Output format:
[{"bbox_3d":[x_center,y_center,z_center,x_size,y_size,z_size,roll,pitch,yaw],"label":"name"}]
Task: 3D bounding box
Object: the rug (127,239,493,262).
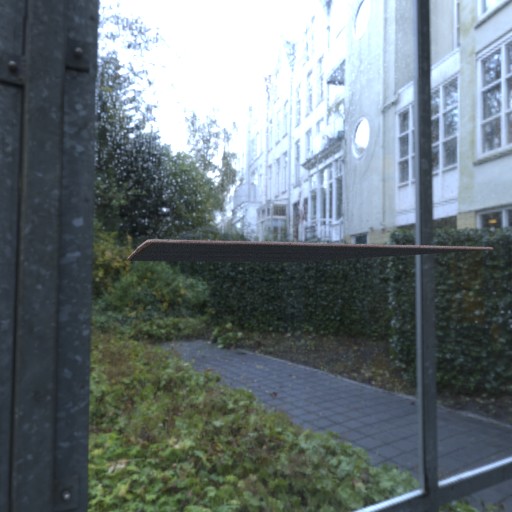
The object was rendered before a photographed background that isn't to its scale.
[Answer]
[{"bbox_3d":[0.000,0.000,2.964,1.609,0.015,2.390,1,-2,-18],"label":"rug"}]
